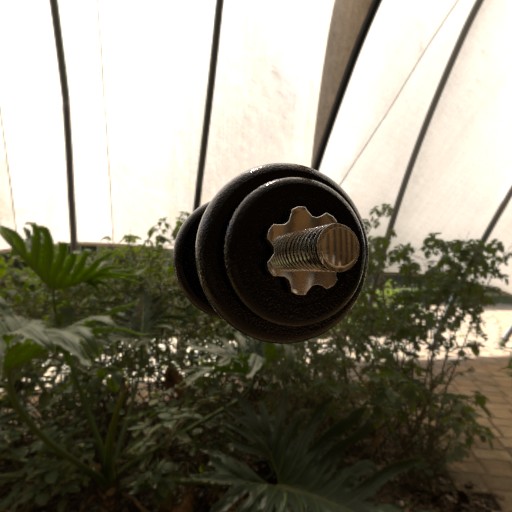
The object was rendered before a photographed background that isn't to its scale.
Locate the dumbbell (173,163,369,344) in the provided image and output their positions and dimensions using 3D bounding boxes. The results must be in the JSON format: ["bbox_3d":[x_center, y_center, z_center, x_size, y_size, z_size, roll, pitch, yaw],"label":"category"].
[{"bbox_3d":[0.000,0.000,0.609,0.202,0.202,0.497,1,-2,-16],"label":"dumbbell"}]
